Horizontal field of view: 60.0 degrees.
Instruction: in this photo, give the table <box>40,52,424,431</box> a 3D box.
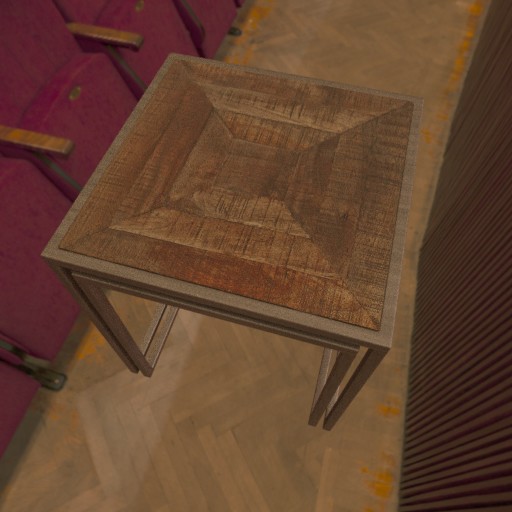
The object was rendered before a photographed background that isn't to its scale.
[{"bbox_3d":[0.000,0.000,0.859,0.450,0.500,0.449,14,59,8],"label":"table"}]
